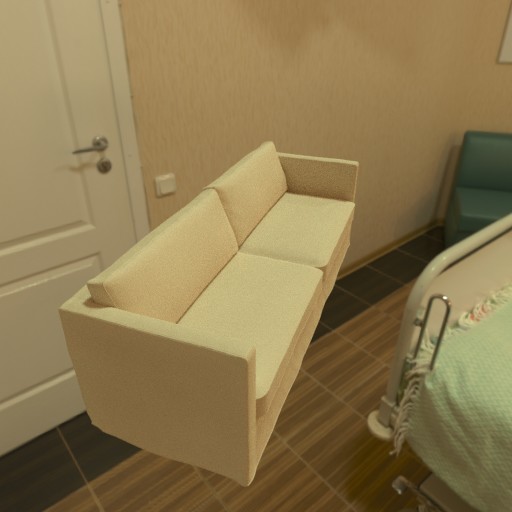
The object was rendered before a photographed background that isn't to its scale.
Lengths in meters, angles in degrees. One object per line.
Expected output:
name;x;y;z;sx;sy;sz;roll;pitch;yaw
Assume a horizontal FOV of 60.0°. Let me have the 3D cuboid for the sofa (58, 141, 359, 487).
sofa;0.000;0.000;3.249;1.036;0.999;2.779;11;32;18
